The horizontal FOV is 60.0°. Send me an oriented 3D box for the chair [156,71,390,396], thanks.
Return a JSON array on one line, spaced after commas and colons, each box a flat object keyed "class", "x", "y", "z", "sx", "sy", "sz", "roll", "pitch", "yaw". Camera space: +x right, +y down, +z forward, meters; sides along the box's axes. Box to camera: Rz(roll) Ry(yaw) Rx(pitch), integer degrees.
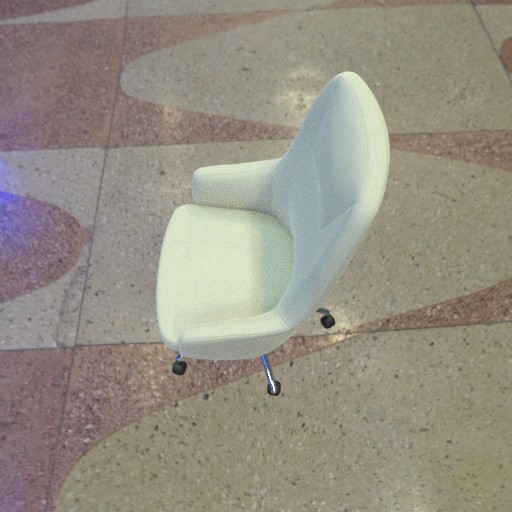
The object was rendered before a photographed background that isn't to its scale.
[{"class": "chair", "x": 0.000, "y": 0.000, "z": 1.368, "sx": 0.640, "sy": 1.049, "sz": 0.620, "roll": 0, "pitch": 60, "yaw": 0}]
